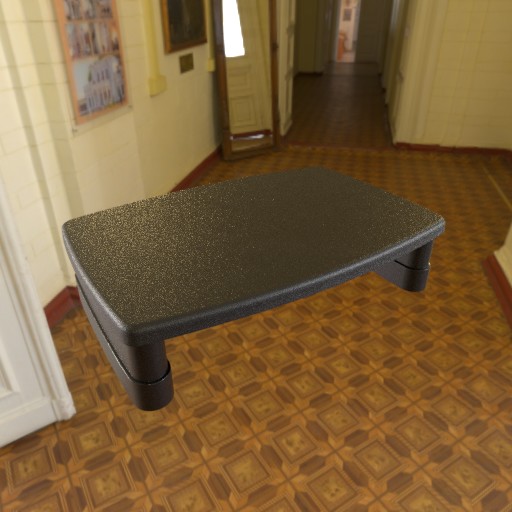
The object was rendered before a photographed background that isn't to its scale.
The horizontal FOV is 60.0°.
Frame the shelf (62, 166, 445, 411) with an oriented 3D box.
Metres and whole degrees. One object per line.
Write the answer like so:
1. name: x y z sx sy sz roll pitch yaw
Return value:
1. shelf: 0.000 0.000 0.547 0.410 0.100 0.280 -17 34 -28
